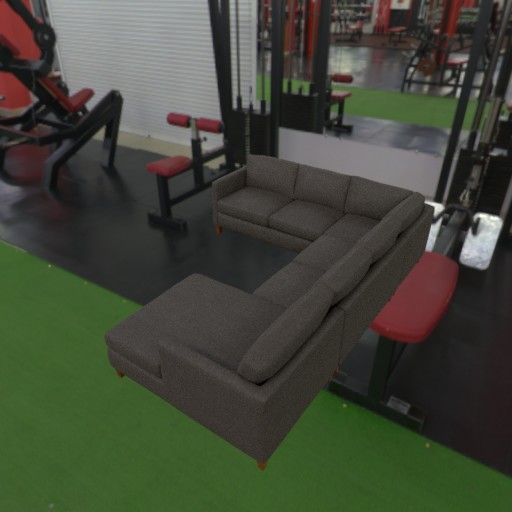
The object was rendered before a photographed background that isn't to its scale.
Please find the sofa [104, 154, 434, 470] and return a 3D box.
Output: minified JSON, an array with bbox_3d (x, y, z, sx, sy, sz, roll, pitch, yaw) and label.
[{"bbox_3d":[0.000,0.000,4.592,2.594,0.961,3.460,20,37,30],"label":"sofa"}]
